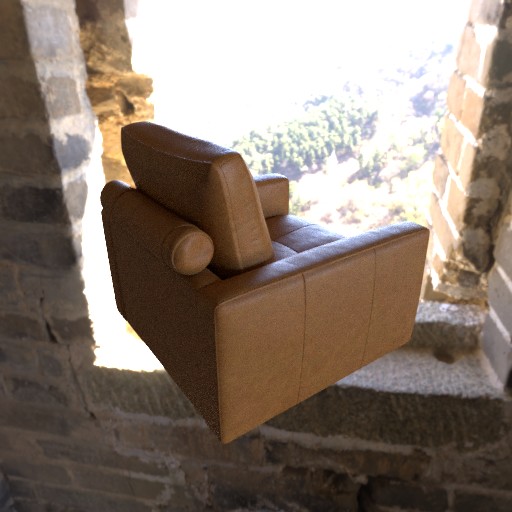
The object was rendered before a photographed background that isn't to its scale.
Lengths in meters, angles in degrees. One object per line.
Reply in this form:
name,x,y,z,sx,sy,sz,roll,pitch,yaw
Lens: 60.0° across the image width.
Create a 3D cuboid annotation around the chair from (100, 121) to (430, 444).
chair,0.000,0.000,1.540,0.868,0.896,0.831,-17,31,-31
